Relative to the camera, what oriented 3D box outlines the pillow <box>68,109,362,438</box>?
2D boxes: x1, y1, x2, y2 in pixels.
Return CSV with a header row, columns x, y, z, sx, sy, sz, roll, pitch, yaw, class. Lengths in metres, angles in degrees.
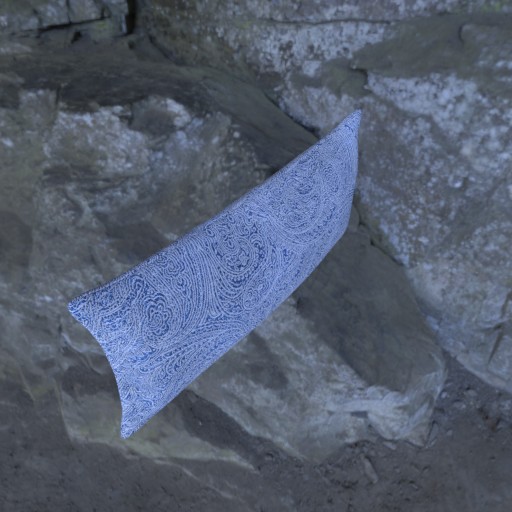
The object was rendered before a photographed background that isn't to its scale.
x,y,z,sx,sy,sz,roll,pitch,yaw,class
0.000,0.000,0.730,0.151,0.295,0.615,28,49,28,pillow
